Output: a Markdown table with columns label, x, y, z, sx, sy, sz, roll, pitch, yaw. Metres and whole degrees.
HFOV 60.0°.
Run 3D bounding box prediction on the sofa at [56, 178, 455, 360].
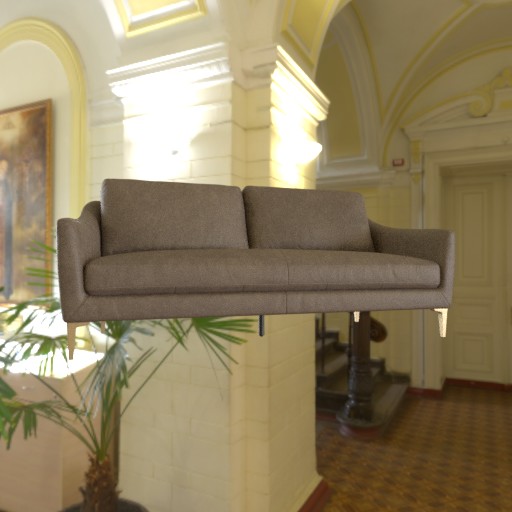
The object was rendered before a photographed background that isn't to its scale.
| label | x | y | z | sx | sy | sz | roll | pitch | yaw |
| --- | --- | --- | --- | --- | --- | --- | --- | --- | --- |
| sofa | 0.000 | 0.000 | 2.573 | 2.036 | 0.902 | 0.960 | 0 | -1 | -18 |
